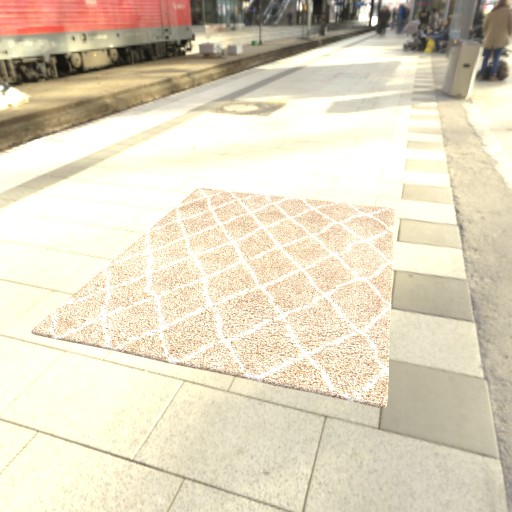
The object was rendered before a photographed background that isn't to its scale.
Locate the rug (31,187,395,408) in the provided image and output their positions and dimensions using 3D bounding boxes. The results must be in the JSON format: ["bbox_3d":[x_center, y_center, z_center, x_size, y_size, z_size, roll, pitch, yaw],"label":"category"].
[{"bbox_3d":[0.000,0.000,4.100,2.438,0.029,3.047,8,30,14],"label":"rug"}]
